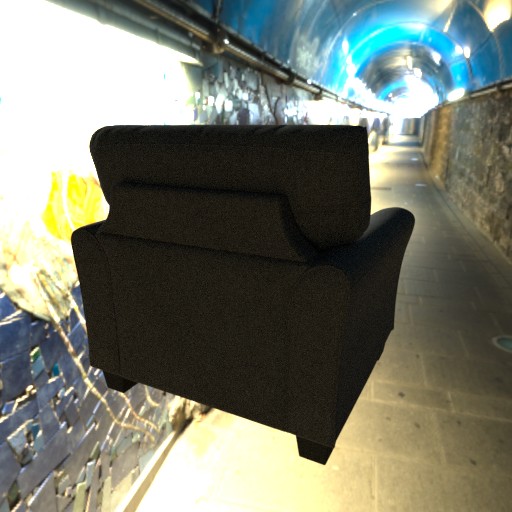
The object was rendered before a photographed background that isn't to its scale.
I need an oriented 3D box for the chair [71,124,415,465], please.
[{"bbox_3d":[0.000,0.000,1.565,0.941,0.890,0.816,8,18,26],"label":"chair"}]
